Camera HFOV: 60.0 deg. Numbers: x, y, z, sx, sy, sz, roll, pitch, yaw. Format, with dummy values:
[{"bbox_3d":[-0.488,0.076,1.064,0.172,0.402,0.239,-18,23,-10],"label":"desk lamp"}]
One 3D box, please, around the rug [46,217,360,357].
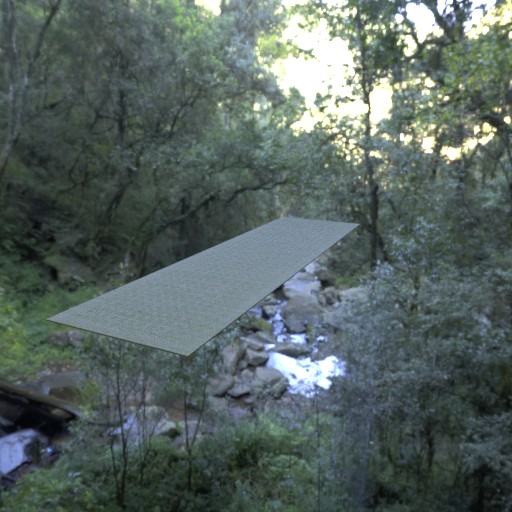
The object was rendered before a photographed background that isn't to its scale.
[{"bbox_3d":[0.000,0.000,2.686,0.686,0.006,2.437,8,17,25],"label":"rug"}]
